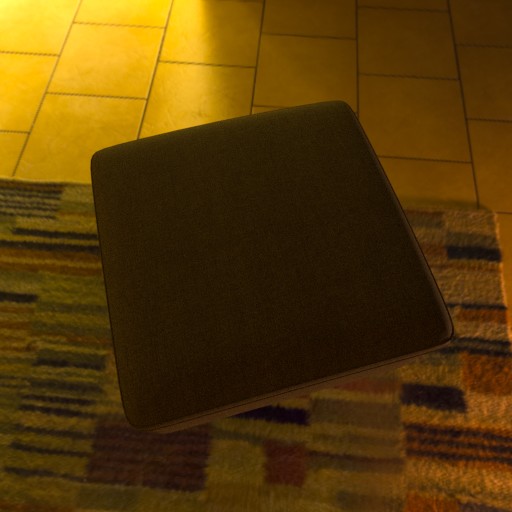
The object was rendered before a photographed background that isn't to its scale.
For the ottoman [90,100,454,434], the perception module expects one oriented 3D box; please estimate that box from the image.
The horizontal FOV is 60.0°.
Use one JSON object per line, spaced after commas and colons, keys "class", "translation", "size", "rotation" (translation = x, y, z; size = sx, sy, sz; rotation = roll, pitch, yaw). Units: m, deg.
{"class": "ottoman", "translation": [0.000, 0.000, 1.706], "size": [1.067, 0.559, 1.067], "rotation": [-14, 66, -6]}
